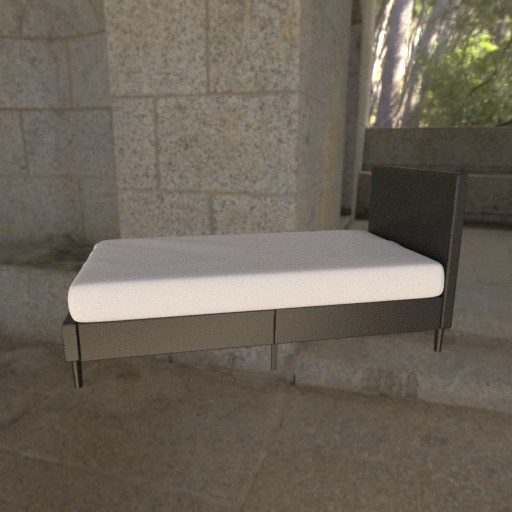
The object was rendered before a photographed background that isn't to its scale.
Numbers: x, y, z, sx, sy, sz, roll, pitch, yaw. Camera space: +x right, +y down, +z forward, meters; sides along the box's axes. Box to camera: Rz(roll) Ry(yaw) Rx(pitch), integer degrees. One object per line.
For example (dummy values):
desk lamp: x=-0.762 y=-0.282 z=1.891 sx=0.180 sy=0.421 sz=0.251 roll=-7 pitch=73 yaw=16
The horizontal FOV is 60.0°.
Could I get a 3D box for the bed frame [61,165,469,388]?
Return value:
bed frame: x=0.000 y=0.000 z=2.605 sx=2.152 sy=1.046 sz=1.038 roll=-3 pitch=14 yaw=-11
